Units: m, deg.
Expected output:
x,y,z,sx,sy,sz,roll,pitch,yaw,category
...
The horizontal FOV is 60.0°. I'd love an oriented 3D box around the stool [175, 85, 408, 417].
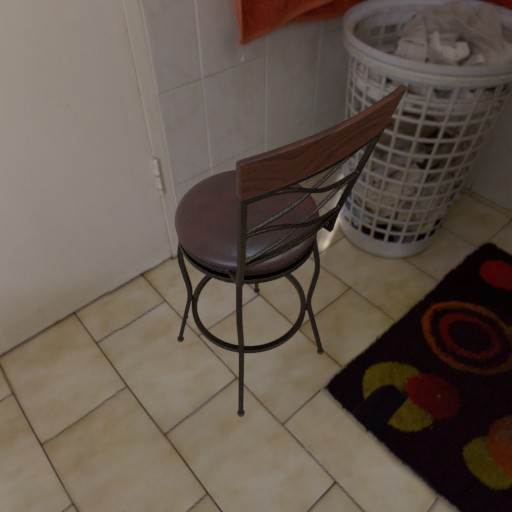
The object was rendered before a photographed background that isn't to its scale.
x,y,z,sx,sy,sz,roll,pitch,yaw,category
0.000,0.000,1.376,0.448,1.130,0.513,-31,54,-26,stool
